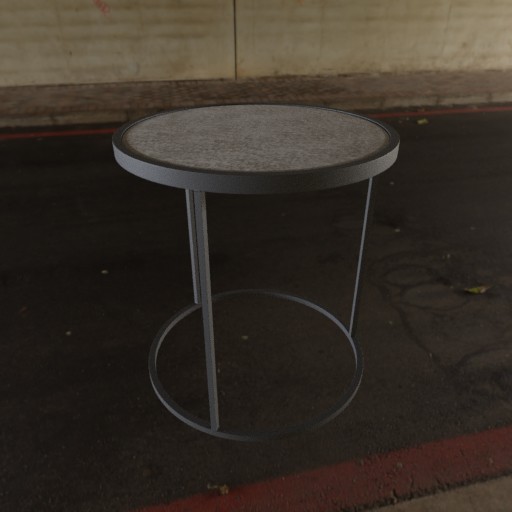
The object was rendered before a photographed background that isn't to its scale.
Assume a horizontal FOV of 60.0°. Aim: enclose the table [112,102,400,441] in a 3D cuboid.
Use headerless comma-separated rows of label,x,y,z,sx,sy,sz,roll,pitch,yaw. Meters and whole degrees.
table,0.000,0.000,0.875,0.470,0.498,0.470,0,30,0
